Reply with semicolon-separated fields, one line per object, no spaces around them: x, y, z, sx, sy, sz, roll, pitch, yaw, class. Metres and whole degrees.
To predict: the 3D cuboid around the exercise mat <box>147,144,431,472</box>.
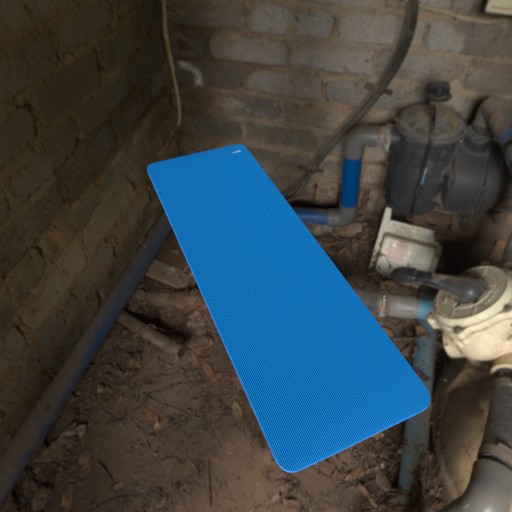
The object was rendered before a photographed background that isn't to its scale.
0.000;0.000;2.093;0.616;0.021;1.869;-17;49;-16;exercise mat
